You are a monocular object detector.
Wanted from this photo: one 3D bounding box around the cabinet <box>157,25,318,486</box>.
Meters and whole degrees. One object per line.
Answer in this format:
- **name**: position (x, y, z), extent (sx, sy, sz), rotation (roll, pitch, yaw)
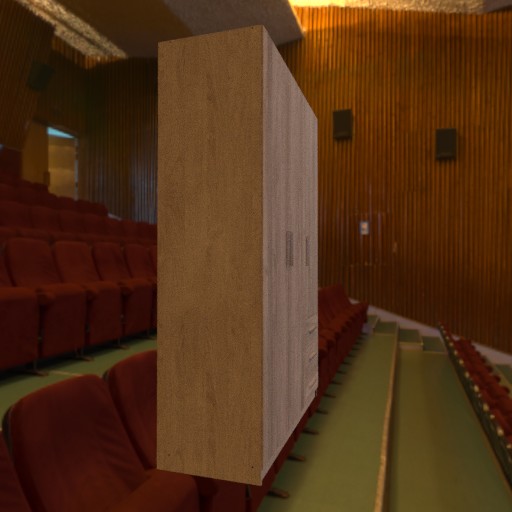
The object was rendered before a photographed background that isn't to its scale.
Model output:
- **cabinet**: position (0.000, 0.000, 2.520), extent (0.510, 1.910, 1.290), rotation (0, -1, 18)
